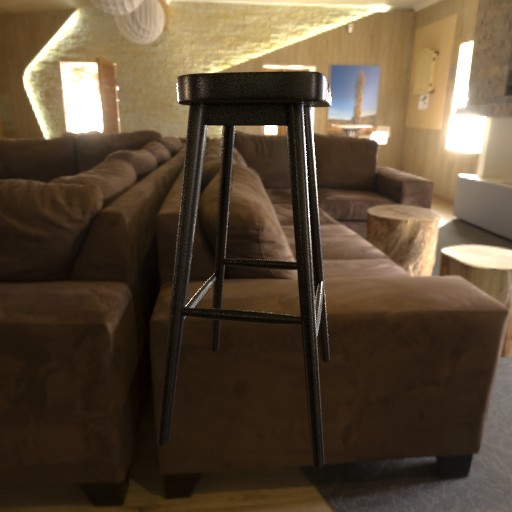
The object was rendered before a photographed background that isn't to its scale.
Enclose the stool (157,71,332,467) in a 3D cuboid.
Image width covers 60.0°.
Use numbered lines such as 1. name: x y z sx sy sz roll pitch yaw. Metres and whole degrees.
1. stool: 0.000 0.000 1.020 0.361 0.749 0.440 3 18 10
